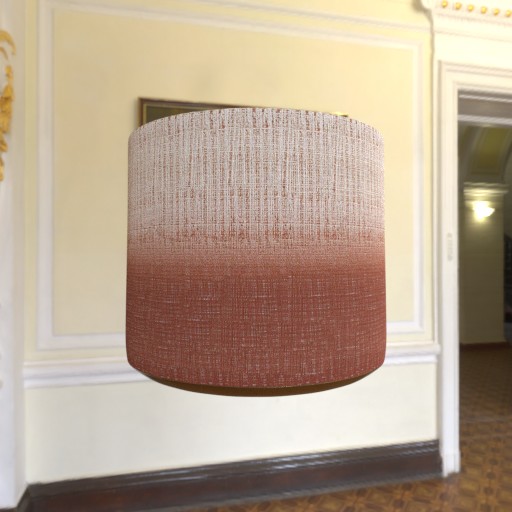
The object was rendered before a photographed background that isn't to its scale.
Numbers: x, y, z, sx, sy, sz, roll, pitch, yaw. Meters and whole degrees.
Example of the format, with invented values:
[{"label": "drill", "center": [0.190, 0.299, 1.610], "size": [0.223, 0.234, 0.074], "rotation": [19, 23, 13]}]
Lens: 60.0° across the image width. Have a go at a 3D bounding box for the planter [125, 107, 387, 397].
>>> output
[{"label": "planter", "center": [0.000, 0.000, 0.449], "size": [0.254, 0.221, 0.254], "rotation": [0, 0, 0]}]
